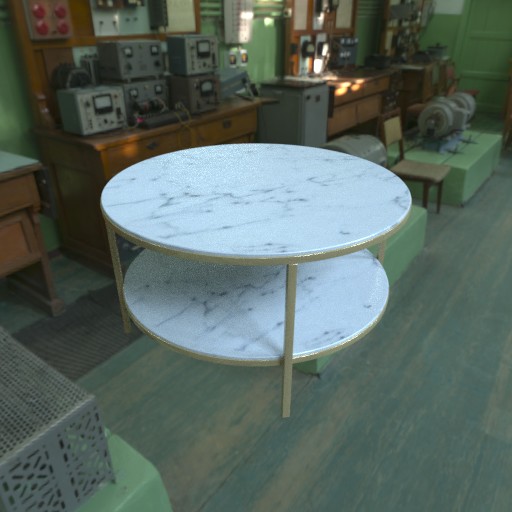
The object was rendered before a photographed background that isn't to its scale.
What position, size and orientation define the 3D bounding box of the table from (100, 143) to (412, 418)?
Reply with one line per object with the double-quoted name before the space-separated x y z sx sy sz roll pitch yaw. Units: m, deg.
"table" 0.000 0.000 1.295 0.800 0.450 0.800 0 29 0
